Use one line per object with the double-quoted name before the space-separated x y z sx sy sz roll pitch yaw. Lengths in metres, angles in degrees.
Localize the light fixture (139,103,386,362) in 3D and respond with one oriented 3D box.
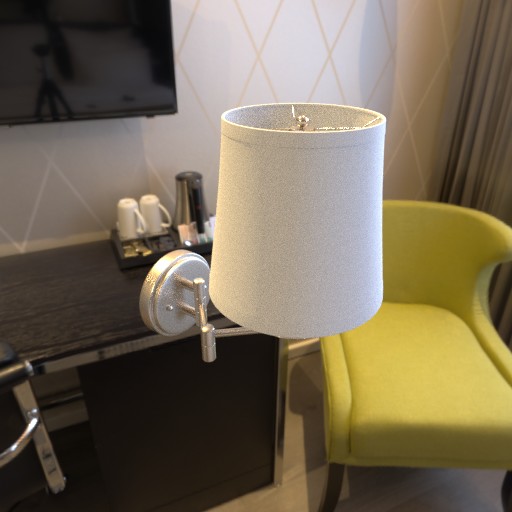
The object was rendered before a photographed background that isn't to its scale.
"light fixture" 0.000 0.000 0.601 0.348 0.381 0.223 18 33 31
